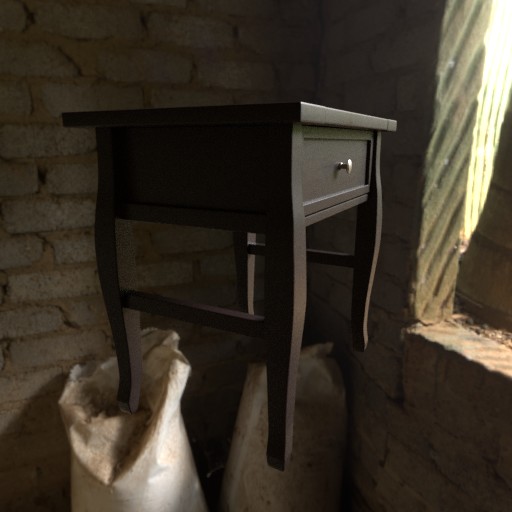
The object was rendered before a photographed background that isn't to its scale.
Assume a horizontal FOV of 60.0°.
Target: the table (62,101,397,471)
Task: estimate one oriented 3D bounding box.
[{"bbox_3d":[0.000,0.000,1.010,0.460,0.605,0.602,8,16,27],"label":"table"}]
